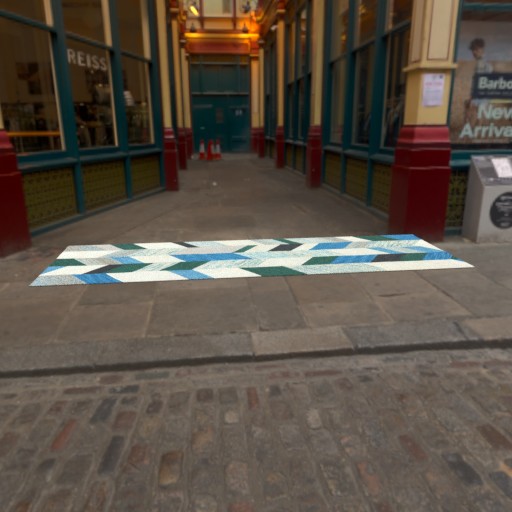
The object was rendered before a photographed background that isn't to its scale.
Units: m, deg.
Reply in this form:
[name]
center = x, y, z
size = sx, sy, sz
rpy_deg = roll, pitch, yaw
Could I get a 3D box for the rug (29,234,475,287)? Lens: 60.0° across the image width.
[rug]
center = 0.000, 0.000, 2.758
size = 2.437, 0.008, 0.774
rpy_deg = -2, 17, -7
